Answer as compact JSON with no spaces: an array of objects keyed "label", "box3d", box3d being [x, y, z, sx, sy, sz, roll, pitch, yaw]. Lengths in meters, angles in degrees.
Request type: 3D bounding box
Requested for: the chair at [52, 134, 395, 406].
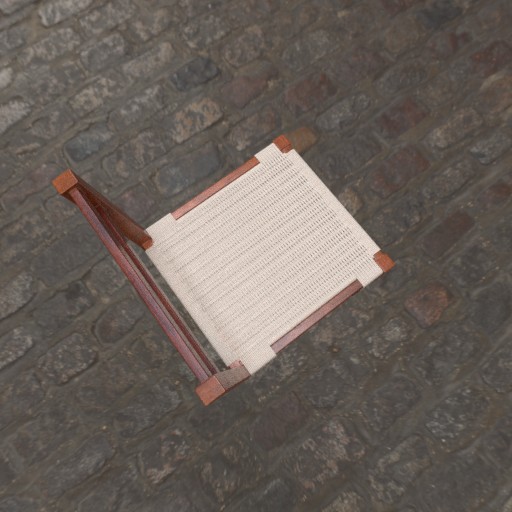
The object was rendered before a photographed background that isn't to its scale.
[{"label":"chair","box3d":[0.000,0.000,1.210,0.569,0.851,0.495,-36,77,-9]}]
